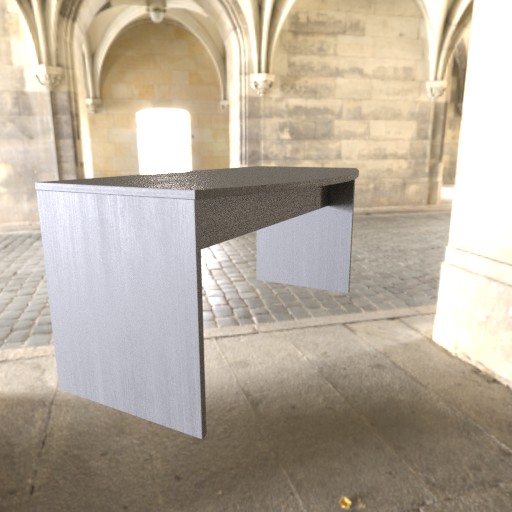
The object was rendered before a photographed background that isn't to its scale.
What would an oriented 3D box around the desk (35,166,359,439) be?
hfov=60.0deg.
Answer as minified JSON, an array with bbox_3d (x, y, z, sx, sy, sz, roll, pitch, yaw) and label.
[{"bbox_3d":[0.000,0.000,2.049,0.802,0.750,1.600,7,15,27],"label":"desk"}]
